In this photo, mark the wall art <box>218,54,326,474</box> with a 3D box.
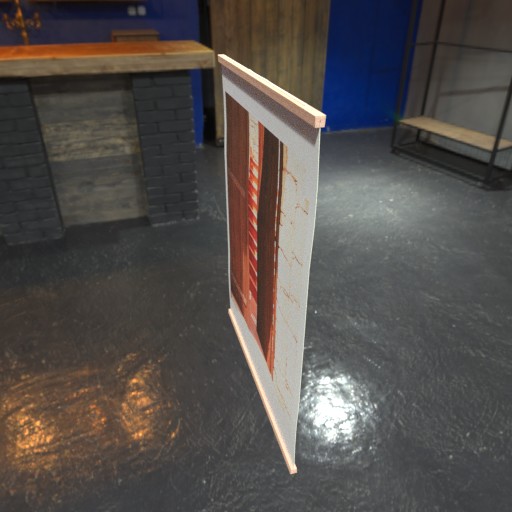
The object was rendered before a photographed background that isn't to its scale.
[{"bbox_3d":[0.000,0.000,1.310,0.020,1.013,0.758,-9,33,-14],"label":"wall art"}]
